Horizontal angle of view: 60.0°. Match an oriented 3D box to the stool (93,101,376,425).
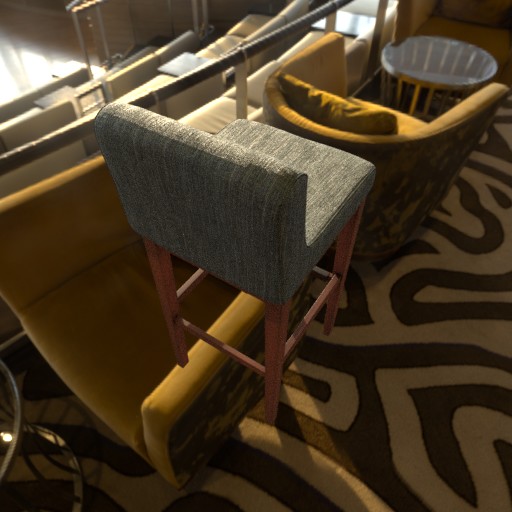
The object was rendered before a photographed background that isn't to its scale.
[{"bbox_3d":[0.000,0.000,1.221,0.426,0.965,0.499,26,52,22],"label":"stool"}]
